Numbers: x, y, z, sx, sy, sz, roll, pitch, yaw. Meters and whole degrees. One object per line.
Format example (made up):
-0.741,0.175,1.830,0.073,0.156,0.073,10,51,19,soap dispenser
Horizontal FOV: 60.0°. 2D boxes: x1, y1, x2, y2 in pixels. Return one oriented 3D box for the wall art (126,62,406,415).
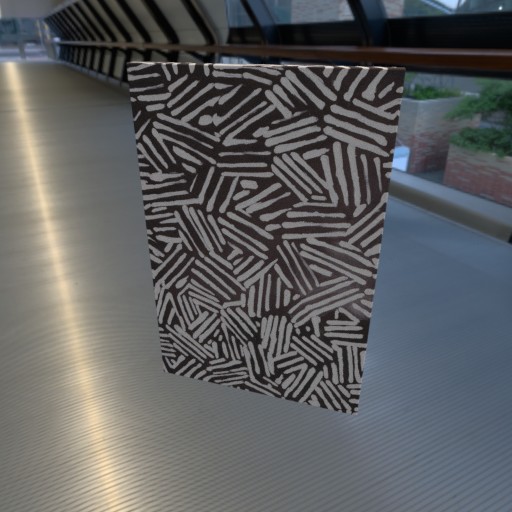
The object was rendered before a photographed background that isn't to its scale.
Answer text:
0.000,0.000,1.156,0.615,0.918,0.035,8,28,15,wall art
